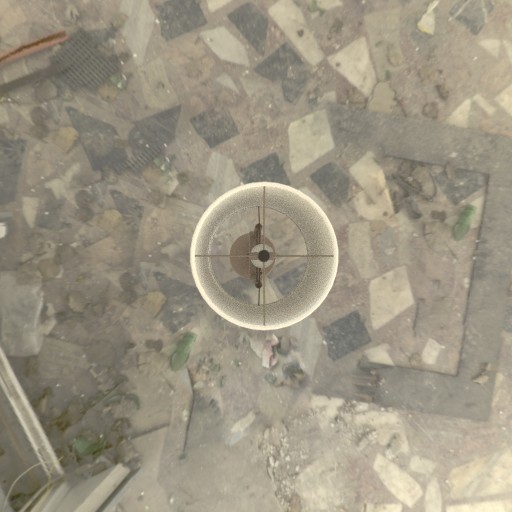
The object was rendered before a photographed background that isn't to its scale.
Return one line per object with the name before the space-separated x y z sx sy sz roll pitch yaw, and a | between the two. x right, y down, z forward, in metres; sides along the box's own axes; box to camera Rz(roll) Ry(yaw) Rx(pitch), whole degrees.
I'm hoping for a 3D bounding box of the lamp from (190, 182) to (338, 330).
lamp | 0.000 0.000 1.661 0.305 1.500 0.306 0 90 -1
